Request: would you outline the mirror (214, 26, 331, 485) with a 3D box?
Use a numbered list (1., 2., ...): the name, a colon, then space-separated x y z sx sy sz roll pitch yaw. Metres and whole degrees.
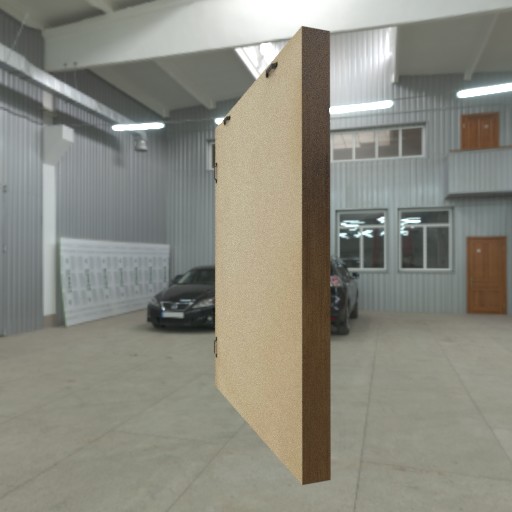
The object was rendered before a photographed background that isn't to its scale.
1. mirror: 0.000 0.000 0.687 0.041 0.509 0.406 0 -1 -19
